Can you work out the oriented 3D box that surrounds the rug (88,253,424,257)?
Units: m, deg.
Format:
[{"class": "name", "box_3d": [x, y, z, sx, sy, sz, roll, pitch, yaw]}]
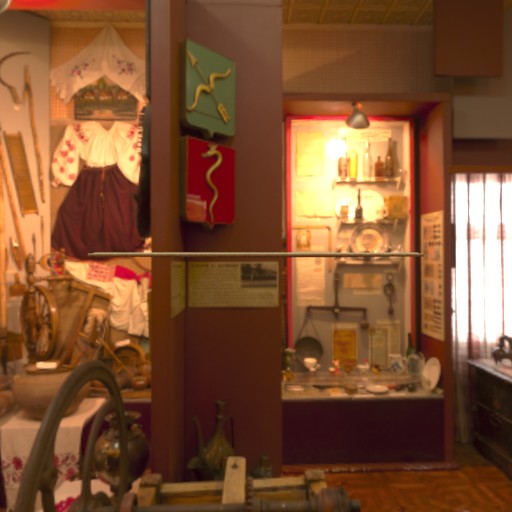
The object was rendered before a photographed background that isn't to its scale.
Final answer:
[{"class": "rug", "box_3d": [0.000, 0.000, 1.402, 0.604, 0.007, 1.219, 0, 0, 0]}]
